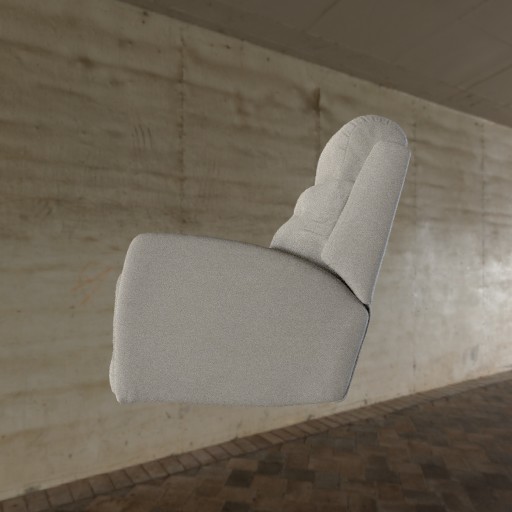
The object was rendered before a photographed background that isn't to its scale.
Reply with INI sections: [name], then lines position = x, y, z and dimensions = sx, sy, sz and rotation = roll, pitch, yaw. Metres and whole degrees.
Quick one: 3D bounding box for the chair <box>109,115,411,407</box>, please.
[chair]
position = 0.000, 0.000, 1.804
dimensions = 1.043, 1.013, 0.798
rotation = 0, 0, -1
